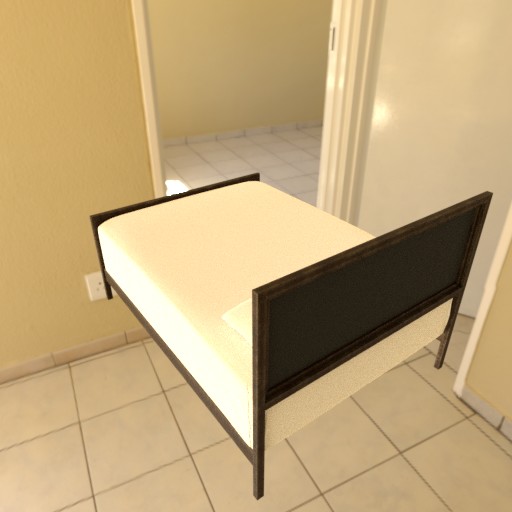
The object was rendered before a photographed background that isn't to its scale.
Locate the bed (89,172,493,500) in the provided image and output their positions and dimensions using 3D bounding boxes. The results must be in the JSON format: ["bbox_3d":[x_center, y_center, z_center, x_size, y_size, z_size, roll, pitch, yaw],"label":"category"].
[{"bbox_3d":[0.000,0.000,3.132,1.607,1.313,2.221,-21,37,-30],"label":"bed"}]
